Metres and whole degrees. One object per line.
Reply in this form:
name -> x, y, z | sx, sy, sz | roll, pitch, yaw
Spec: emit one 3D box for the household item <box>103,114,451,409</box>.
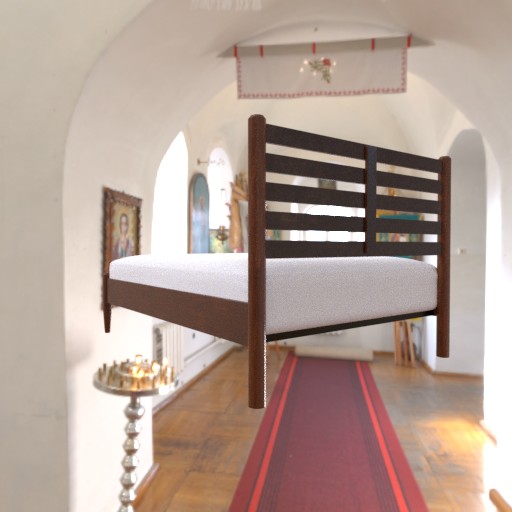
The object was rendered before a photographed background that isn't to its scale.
household item -> 0.000, 0.000, 3.402 | 1.663, 1.356, 2.232 | -1, 1, -37
